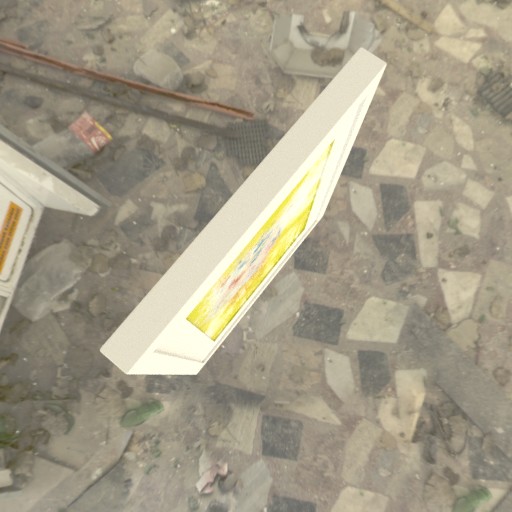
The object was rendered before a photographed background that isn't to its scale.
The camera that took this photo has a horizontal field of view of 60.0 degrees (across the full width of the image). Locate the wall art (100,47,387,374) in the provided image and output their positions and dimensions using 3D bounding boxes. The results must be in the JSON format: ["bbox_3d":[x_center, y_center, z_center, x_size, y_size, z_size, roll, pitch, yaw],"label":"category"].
[{"bbox_3d":[0.000,0.000,0.534,0.028,0.381,0.331,37,78,9],"label":"wall art"}]
